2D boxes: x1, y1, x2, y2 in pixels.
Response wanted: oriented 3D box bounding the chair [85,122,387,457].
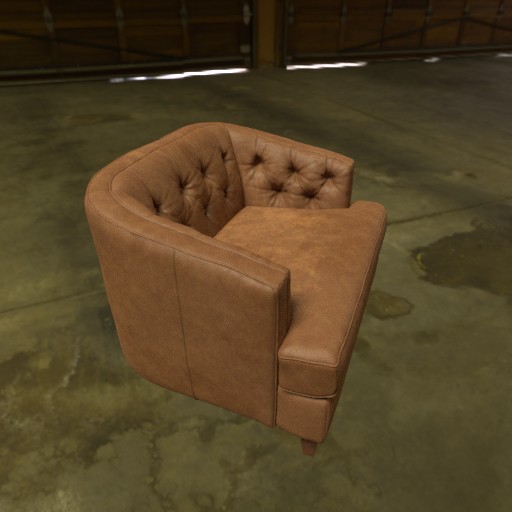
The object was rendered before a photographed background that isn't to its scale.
[{"bbox_3d":[0.000,0.000,1.774,0.911,0.836,1.119,11,33,18],"label":"chair"}]
